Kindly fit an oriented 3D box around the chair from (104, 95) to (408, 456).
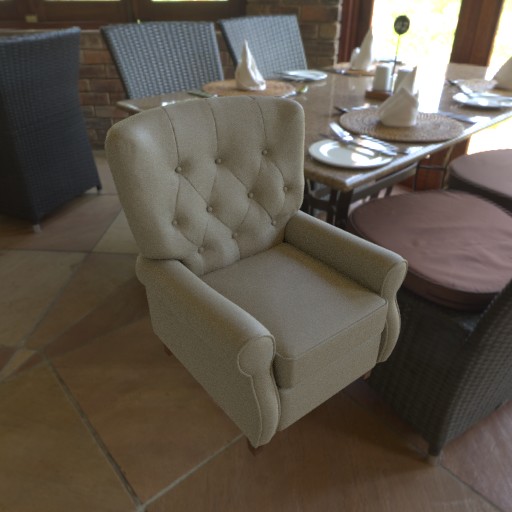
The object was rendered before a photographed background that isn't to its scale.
[{"bbox_3d":[0.000,0.000,1.895,0.943,1.158,1.059,-22,37,-32],"label":"chair"}]
